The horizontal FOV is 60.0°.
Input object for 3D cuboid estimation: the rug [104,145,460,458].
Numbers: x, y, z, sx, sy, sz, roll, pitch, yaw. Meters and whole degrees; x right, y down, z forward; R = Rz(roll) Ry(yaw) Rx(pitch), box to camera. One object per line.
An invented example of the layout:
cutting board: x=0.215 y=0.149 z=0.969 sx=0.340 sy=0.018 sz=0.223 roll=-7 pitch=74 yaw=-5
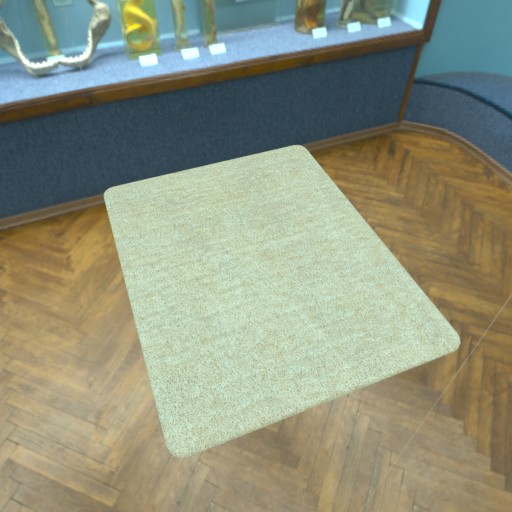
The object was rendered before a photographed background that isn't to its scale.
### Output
rug: x=0.000 y=0.000 z=3.485 sx=2.009 sy=0.048 sz=2.528 roll=-16 pitch=50 yaw=-14
